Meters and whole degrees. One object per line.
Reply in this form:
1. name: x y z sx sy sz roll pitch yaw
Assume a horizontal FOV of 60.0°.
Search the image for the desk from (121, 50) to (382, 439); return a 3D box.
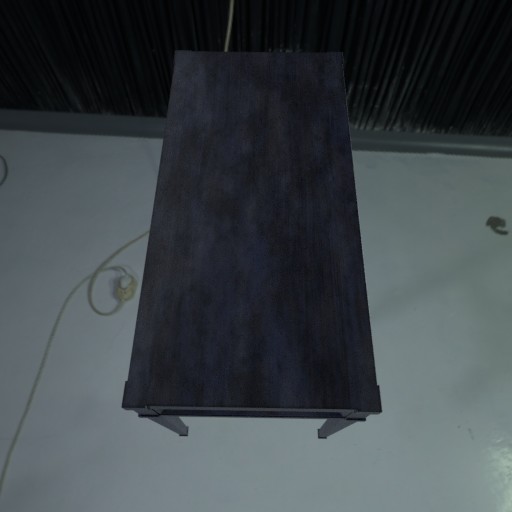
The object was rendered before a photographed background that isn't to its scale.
1. desk: 0.000 0.000 1.747 0.630 0.861 1.289 1 62 0
